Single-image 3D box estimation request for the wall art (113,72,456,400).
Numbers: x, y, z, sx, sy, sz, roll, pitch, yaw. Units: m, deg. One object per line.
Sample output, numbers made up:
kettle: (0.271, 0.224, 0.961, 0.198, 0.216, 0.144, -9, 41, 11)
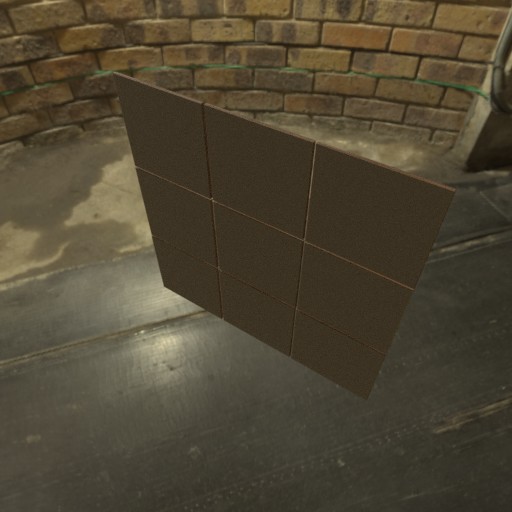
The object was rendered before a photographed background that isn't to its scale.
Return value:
wall art: (0.000, 0.000, 1.361, 0.919, 0.917, 0.010, 26, 52, 22)
